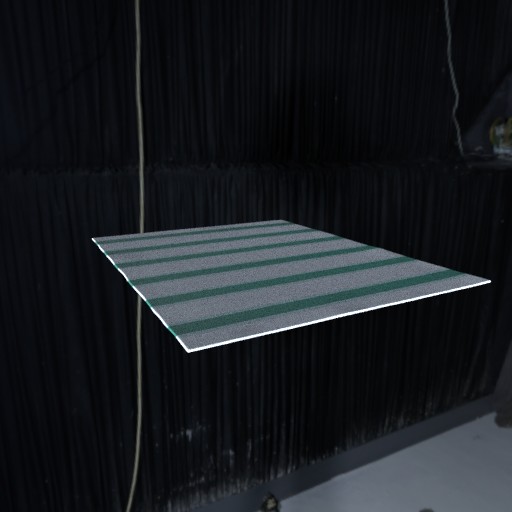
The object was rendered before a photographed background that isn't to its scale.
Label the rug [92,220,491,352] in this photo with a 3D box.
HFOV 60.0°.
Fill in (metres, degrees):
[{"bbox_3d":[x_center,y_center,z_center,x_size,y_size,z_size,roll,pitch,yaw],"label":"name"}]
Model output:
[{"bbox_3d":[0.000,0.000,4.107,2.434,0.019,3.041,-8,17,-27],"label":"rug"}]
